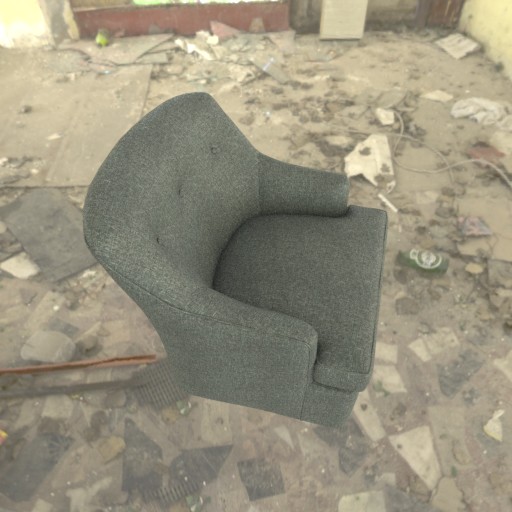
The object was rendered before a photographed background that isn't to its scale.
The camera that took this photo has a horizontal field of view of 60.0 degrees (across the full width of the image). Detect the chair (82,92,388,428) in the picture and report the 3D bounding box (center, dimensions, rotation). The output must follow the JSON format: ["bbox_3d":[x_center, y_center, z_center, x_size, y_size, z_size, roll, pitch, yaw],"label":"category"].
[{"bbox_3d":[0.000,0.000,1.621,0.923,0.856,0.864,11,48,10],"label":"chair"}]
